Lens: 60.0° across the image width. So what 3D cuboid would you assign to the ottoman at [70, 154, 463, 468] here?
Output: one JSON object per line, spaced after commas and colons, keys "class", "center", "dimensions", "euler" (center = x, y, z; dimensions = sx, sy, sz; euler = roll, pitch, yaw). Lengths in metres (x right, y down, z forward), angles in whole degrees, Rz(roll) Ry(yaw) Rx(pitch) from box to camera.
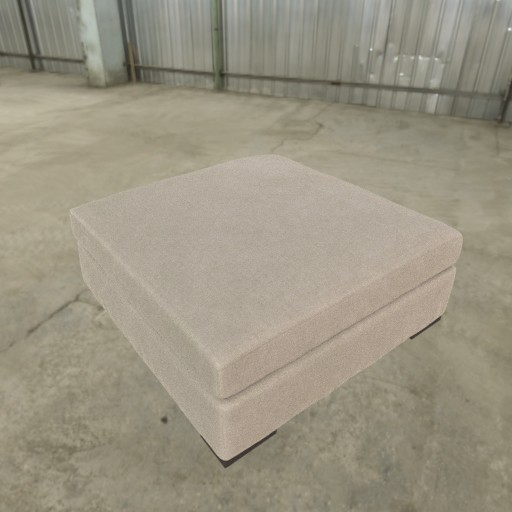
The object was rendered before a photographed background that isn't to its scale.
{"class": "ottoman", "center": [0.000, 0.000, 1.862], "dimensions": [1.171, 0.517, 1.203], "euler": [-22, 38, -31]}
